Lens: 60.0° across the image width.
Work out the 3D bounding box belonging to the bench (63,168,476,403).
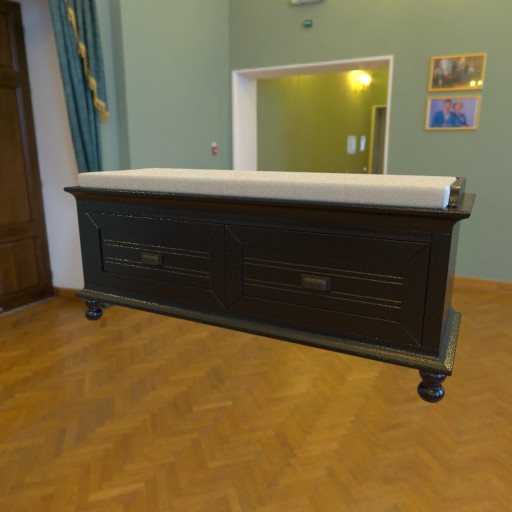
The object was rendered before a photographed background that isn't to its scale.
[{"bbox_3d":[0.000,0.000,1.383,1.185,0.501,0.402,7,16,26],"label":"bench"}]
